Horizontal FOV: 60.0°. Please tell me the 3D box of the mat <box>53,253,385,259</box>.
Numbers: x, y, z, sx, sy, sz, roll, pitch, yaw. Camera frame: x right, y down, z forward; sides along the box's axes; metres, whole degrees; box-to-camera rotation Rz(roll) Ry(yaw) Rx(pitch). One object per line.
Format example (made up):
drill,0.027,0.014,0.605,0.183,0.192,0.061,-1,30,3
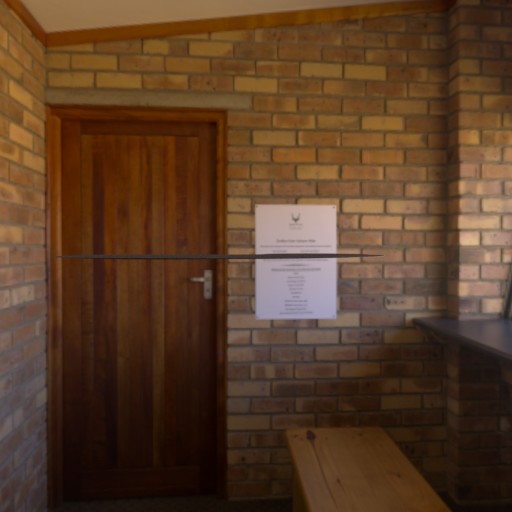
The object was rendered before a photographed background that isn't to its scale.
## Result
mat,0.000,0.000,1.903,1.524,0.013,0.913,-1,1,-36
